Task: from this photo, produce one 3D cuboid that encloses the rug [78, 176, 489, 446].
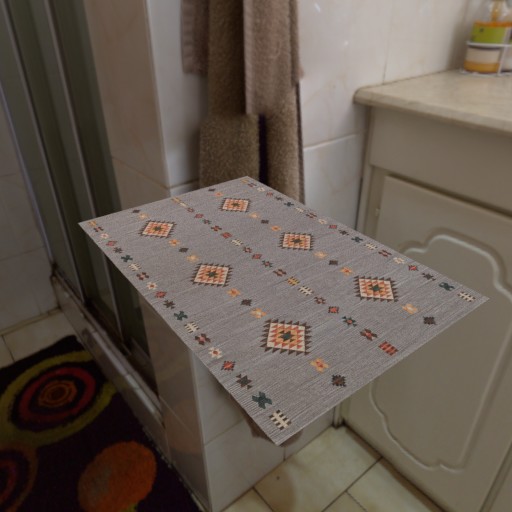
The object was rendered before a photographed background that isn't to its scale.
[{"bbox_3d":[0.000,0.000,2.269,1.217,0.005,1.818,-22,38,-31],"label":"rug"}]
